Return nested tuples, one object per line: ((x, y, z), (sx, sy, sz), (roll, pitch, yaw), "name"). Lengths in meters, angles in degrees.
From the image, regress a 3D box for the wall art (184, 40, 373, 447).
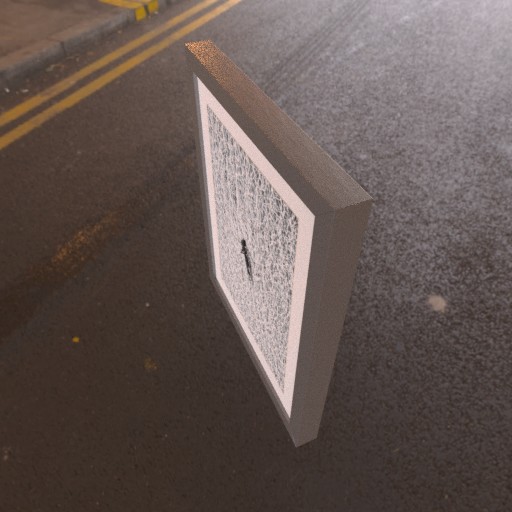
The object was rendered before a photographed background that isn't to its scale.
((0.000, 0.000, 0.518), (0.030, 0.379, 0.308), (-18, 48, -17), "wall art")
